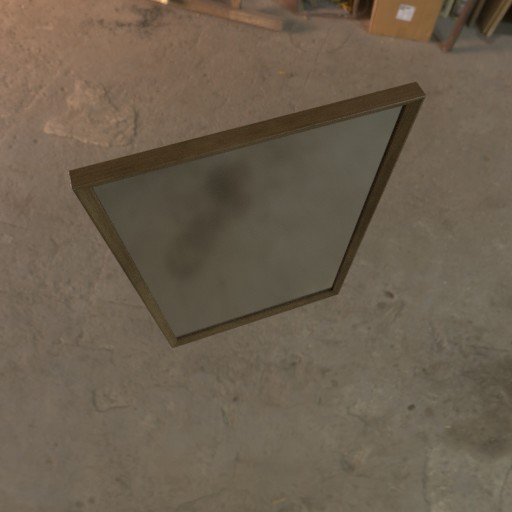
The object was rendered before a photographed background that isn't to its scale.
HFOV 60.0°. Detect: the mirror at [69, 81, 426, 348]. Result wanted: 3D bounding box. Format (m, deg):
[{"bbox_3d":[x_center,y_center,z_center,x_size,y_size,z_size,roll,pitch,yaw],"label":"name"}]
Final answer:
[{"bbox_3d":[0.000,0.000,1.138,0.609,0.915,0.041,-17,64,-8],"label":"mirror"}]
